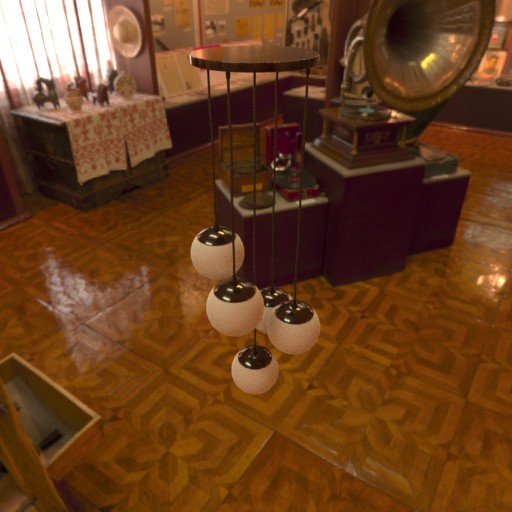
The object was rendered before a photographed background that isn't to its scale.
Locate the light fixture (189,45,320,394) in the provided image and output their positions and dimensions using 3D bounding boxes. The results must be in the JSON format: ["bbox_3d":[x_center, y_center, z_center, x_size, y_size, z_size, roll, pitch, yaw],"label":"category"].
[{"bbox_3d":[0.000,0.000,1.514,0.489,1.271,0.484,21,37,30],"label":"light fixture"}]
